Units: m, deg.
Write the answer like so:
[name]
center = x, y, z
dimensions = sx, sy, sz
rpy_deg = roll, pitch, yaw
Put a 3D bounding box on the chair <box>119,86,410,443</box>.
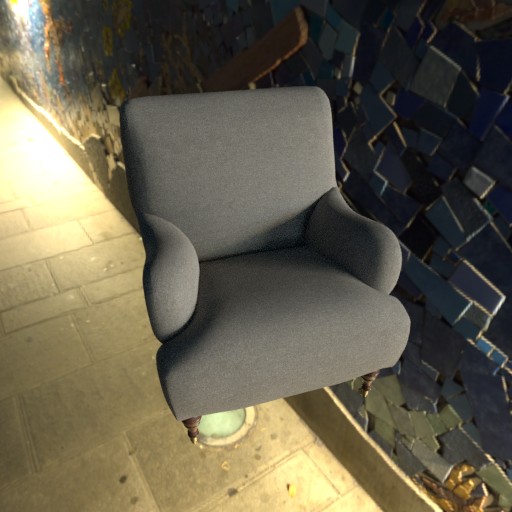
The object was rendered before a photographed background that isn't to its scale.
[chair]
center = 0.000, 0.000, 1.503
dimensions = 0.766, 0.942, 0.843
rpy_deg = -10, 34, -15
